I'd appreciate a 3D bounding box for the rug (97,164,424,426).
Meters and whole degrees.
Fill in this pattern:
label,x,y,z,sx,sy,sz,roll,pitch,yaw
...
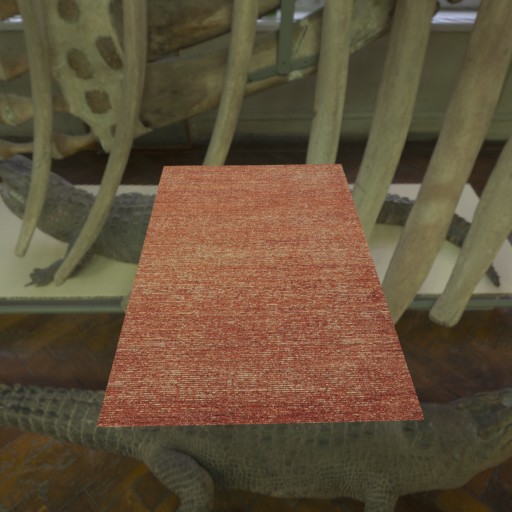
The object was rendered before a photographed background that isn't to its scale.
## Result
label,x,y,z,sx,sy,sz,roll,pitch,yaw
rug,0.000,0.000,2.190,1.139,0.011,1.747,-1,42,-1
